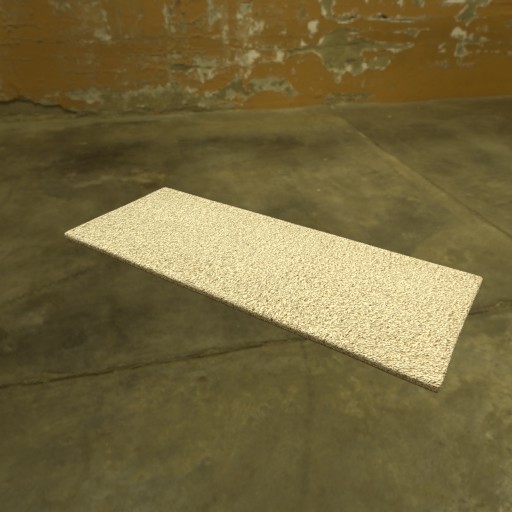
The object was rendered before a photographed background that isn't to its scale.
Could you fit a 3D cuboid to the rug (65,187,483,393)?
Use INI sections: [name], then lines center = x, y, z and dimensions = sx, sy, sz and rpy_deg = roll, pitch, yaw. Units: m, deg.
[rug]
center = 0.000, 0.000, 1.707
dimensions = 1.524, 0.030, 0.609
rpy_deg = 19, 36, 28
